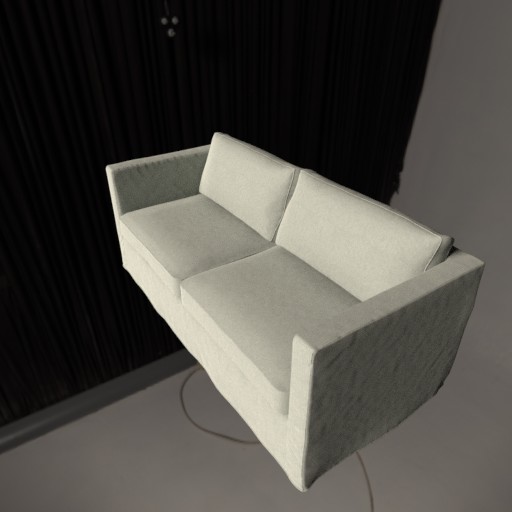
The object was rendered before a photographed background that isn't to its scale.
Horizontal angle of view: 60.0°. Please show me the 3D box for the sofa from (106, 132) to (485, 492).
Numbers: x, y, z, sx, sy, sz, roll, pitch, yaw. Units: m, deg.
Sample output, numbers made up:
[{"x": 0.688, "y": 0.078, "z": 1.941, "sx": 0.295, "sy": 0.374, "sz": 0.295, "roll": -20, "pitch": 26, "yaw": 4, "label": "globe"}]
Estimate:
[{"x": 0.000, "y": 0.000, "z": 2.399, "sx": 0.940, "sy": 0.870, "sz": 1.987, "roll": -20, "pitch": 37, "yaw": -29, "label": "sofa"}]
